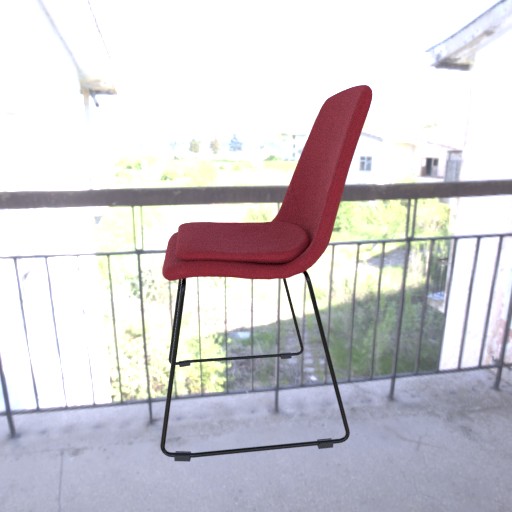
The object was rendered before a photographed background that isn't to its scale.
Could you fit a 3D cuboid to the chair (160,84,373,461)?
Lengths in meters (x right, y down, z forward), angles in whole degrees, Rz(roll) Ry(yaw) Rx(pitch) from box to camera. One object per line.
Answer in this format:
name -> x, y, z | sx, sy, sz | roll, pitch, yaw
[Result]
chair -> 0.000, 0.000, 1.184 | 0.518, 0.858, 0.479 | -2, 15, -8
